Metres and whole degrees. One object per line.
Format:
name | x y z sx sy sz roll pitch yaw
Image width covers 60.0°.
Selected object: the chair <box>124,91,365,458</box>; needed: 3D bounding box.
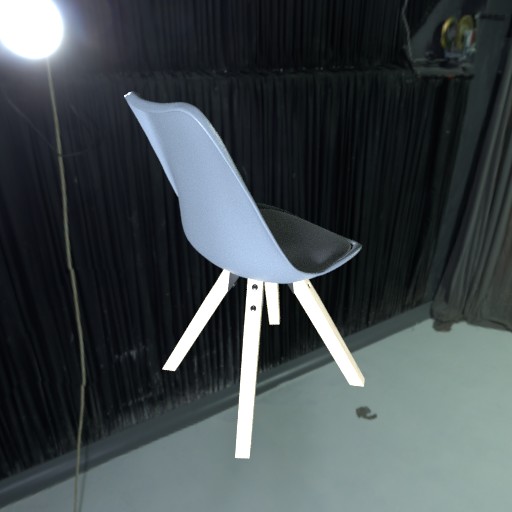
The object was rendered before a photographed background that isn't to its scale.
chair | 0.000 0.000 1.198 0.550 0.850 0.485 -18 32 -32
